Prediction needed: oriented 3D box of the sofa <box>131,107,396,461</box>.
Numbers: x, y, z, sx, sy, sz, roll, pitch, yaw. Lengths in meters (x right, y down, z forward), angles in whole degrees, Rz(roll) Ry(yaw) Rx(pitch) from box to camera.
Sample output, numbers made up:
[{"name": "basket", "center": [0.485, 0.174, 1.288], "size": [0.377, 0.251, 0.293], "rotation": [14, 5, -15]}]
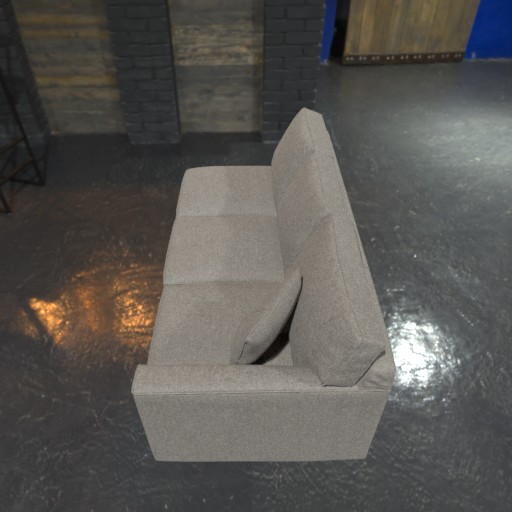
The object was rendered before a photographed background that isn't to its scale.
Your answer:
[{"name": "sofa", "center": [0.000, 0.000, 2.527], "size": [1.034, 0.946, 1.963], "rotation": [0, 41, -1]}]
